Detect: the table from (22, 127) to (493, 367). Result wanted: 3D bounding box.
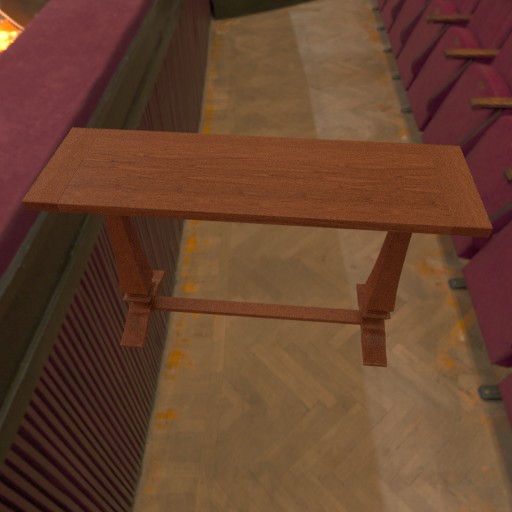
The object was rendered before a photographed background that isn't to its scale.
[{"bbox_3d":[0.000,0.000,1.845,1.478,0.852,0.461,4,47,3],"label":"table"}]
